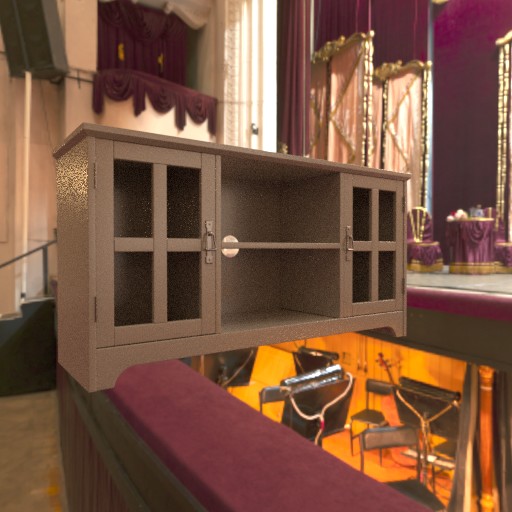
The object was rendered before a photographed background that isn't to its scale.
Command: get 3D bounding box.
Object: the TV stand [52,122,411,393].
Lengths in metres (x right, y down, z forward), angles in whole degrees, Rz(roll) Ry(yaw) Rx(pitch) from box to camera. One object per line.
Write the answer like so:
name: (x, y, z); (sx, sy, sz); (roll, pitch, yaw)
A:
TV stand: (0.000, 0.000, 1.452); (1.167, 0.603, 0.344); (-1, 1, -35)
